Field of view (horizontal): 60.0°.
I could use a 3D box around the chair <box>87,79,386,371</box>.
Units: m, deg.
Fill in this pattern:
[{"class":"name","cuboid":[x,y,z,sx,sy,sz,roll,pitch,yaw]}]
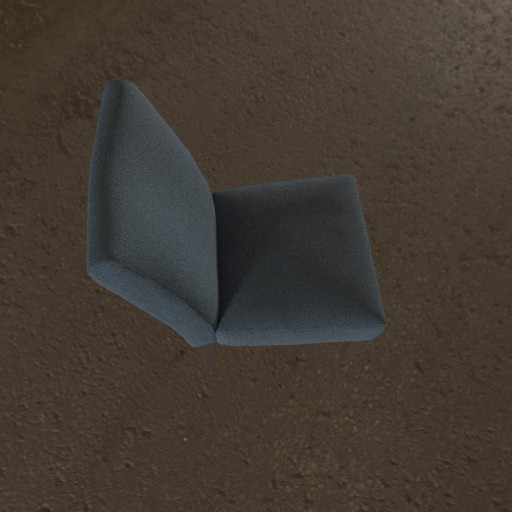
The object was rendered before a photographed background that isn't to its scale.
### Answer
[{"class":"chair","cuboid":[0.000,0.000,1.214,0.629,0.882,0.487,-4,64,-2]}]
